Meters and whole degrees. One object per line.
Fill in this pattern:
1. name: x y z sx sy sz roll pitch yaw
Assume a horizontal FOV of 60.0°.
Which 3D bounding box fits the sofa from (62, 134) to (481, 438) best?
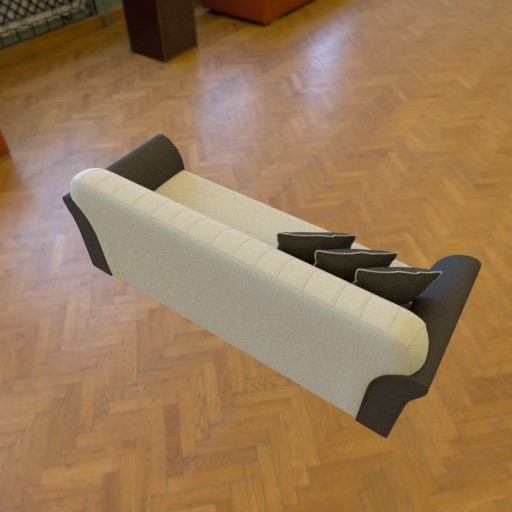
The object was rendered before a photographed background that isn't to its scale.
1. sofa: 0.000 0.000 2.345 2.001 0.787 0.755 26 52 22
